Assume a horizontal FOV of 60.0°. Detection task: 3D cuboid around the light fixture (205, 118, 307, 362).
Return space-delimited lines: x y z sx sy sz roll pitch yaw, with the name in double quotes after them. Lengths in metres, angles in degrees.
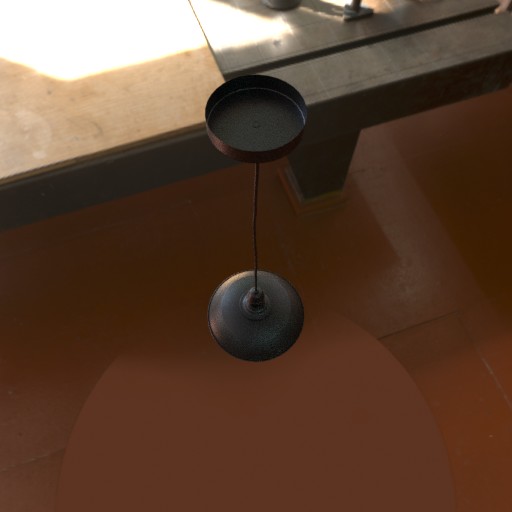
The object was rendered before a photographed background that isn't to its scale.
0.000 0.000 1.121 0.331 0.993 0.331 13 64 7 "light fixture"
